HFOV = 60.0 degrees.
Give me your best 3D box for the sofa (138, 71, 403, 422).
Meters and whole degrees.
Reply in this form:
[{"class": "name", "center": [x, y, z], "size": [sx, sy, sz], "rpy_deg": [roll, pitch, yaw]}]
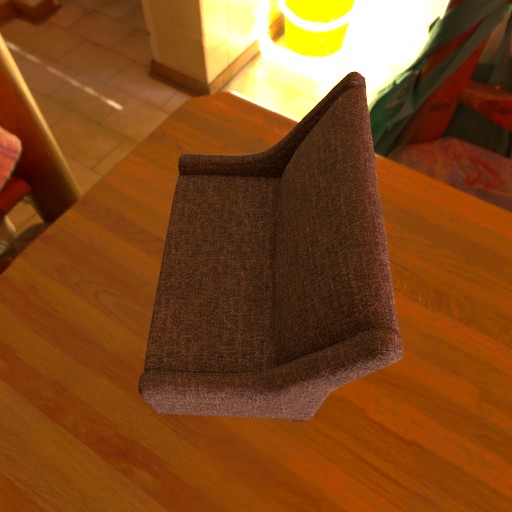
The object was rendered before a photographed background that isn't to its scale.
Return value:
[{"class": "sofa", "center": [0.000, 0.000, 1.941], "size": [0.870, 1.021, 1.242], "rpy_deg": [2, 58, 1]}]
